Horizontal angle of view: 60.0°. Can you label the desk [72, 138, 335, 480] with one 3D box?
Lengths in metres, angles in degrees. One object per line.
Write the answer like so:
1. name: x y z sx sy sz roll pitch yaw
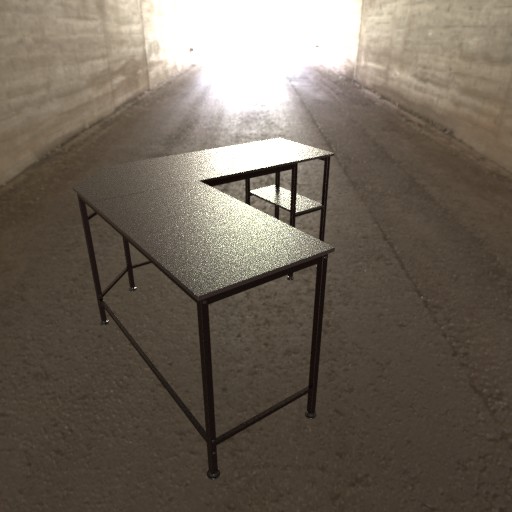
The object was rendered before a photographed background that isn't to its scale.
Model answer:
1. desk: 0.000 0.000 2.181 1.379 0.739 1.379 -18 32 -32
